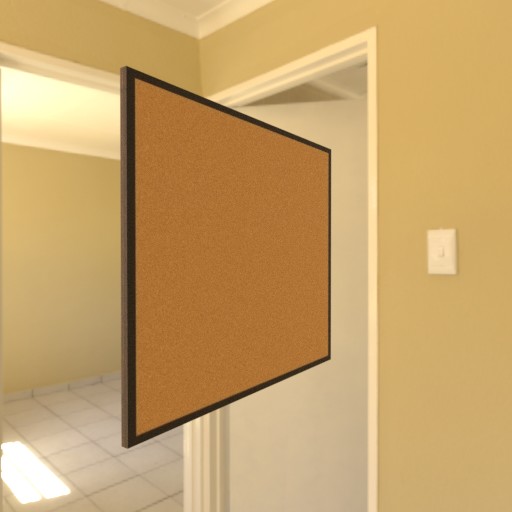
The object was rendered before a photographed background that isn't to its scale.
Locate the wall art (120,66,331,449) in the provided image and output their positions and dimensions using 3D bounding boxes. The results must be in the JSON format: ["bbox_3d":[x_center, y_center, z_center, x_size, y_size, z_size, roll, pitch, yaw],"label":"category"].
[{"bbox_3d":[0.000,0.000,1.436,0.023,0.875,1.033,1,1,36],"label":"wall art"}]
